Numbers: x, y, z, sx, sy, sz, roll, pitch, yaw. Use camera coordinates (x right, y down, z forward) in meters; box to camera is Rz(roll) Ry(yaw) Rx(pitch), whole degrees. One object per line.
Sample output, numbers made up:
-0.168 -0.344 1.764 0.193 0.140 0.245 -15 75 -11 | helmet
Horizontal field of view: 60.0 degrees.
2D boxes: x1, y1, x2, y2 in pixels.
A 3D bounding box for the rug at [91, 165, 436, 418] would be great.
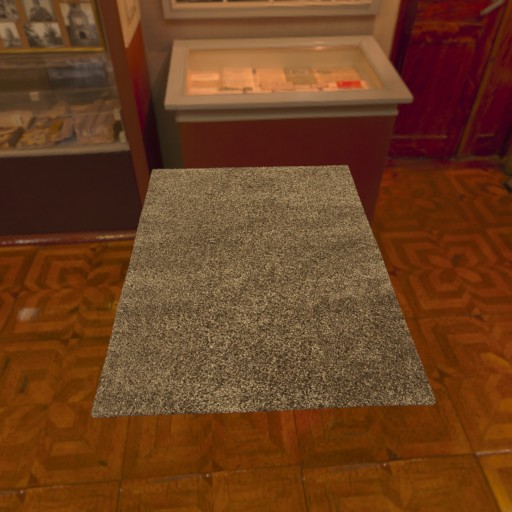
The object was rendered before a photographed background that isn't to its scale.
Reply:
0.000 0.000 2.130 1.198 0.025 1.601 -2 42 -2 | rug
